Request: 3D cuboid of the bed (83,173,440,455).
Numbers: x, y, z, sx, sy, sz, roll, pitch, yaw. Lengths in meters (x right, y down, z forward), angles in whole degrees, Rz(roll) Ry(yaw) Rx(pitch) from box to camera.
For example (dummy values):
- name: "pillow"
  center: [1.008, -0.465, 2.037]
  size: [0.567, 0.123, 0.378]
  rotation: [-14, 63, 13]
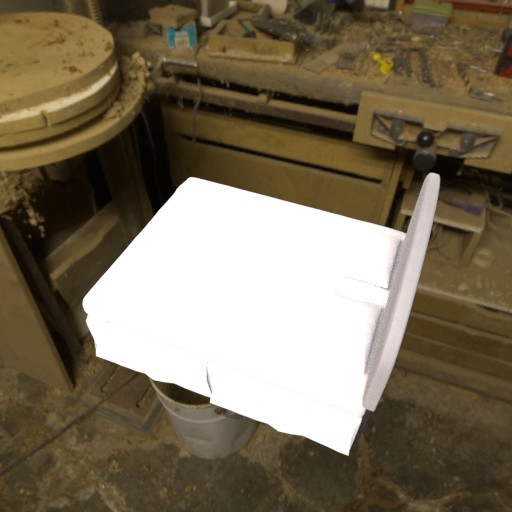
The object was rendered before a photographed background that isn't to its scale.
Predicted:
- name: "bed"
  center: [0.000, 0.000, 3.058]
  size: [2.005, 1.410, 1.607]
  rotation: [17, 49, 16]
